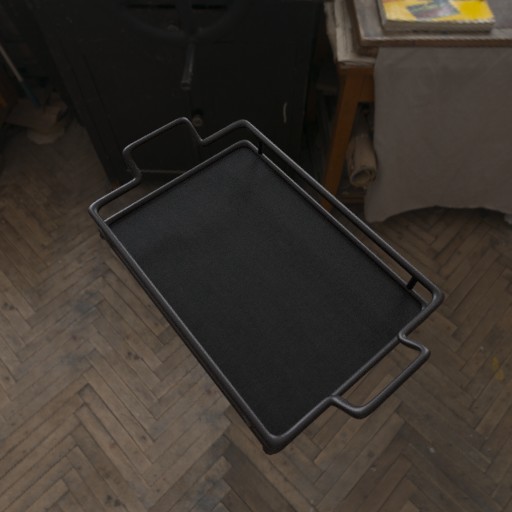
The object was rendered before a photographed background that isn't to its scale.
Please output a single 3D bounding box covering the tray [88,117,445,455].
[{"bbox_3d":[0.000,0.000,0.618,0.297,0.101,0.495,-35,65,-19],"label":"tray"}]
